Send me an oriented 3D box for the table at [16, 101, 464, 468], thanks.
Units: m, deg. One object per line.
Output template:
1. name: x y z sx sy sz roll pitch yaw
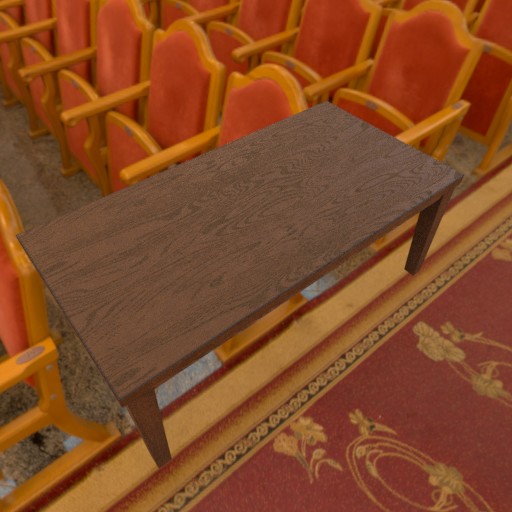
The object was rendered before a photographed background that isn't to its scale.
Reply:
1. table: 0.000 0.000 2.438 1.981 0.762 1.016 -30 54 -25
